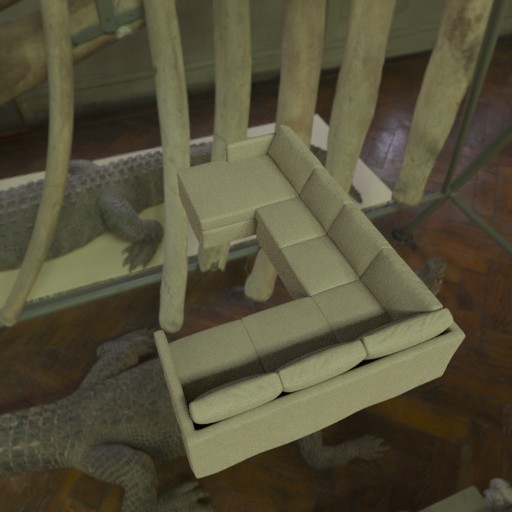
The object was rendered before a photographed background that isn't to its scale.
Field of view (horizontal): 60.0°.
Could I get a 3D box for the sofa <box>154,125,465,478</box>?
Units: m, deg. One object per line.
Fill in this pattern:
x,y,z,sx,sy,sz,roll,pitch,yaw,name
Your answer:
0.000,0.000,4.664,2.476,0.878,3.528,-17,49,-15,sofa
